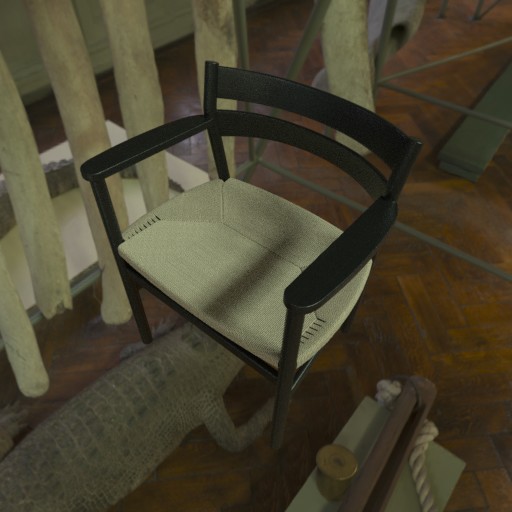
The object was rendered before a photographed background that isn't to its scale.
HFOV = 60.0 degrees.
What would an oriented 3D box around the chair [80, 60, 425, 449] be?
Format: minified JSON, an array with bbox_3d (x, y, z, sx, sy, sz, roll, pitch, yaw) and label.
[{"bbox_3d":[0.000,0.000,1.168,0.630,0.775,0.508,31,55,25],"label":"chair"}]
